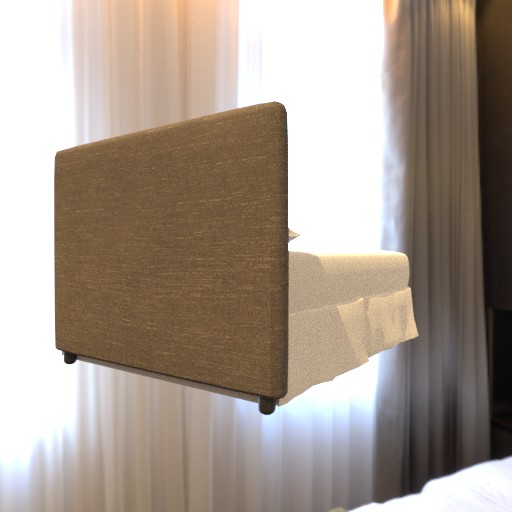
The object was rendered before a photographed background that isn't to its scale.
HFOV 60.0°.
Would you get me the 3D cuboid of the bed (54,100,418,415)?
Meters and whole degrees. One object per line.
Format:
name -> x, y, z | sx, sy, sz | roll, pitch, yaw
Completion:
bed -> 0.000, 0.000, 3.152 | 1.723, 1.330, 2.142 | 0, 1, 35
